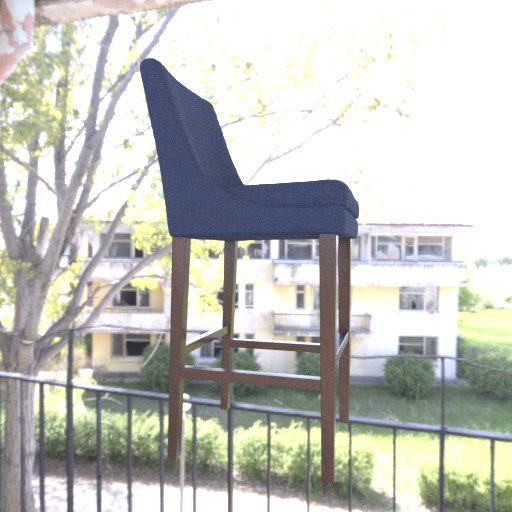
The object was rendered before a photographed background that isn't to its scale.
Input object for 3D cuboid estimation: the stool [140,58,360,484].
[{"bbox_3d":[0.000,0.000,1.319,0.577,1.078,0.470,0,1,17],"label":"stool"}]
